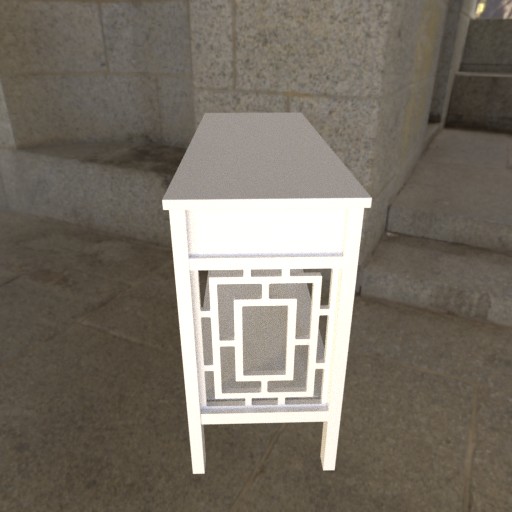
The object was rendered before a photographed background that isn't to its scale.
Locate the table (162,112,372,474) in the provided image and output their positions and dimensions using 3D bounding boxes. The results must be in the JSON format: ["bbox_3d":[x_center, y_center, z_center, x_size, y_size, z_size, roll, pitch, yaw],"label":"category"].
[{"bbox_3d":[0.000,0.000,1.456,0.397,0.753,1.068,-1,26,-2],"label":"table"}]
